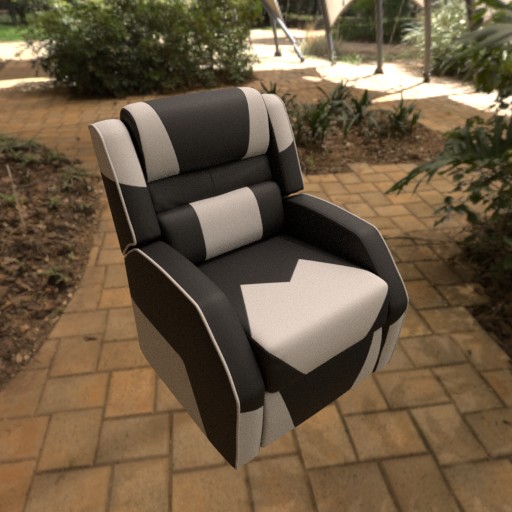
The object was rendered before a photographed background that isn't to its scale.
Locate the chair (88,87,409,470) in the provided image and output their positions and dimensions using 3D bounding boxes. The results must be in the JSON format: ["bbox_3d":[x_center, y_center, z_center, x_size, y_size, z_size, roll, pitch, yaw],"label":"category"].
[{"bbox_3d":[0.000,0.000,1.282,0.620,0.805,0.672,-22,38,-31],"label":"chair"}]
